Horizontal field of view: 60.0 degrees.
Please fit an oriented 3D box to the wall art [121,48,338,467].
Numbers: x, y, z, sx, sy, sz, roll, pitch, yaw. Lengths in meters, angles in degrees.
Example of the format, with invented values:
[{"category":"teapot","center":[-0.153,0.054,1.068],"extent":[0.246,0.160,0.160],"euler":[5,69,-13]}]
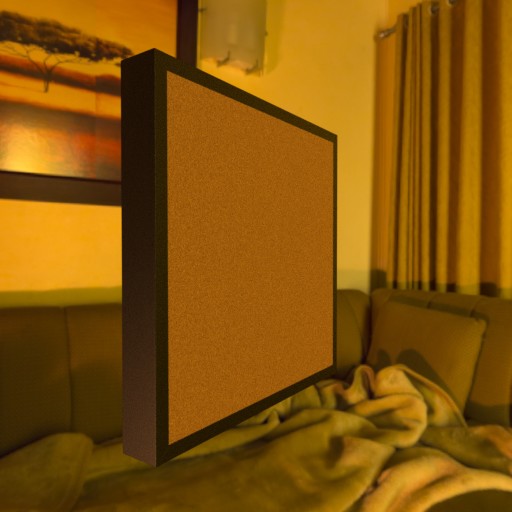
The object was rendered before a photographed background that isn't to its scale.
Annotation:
[{"category":"wall art","center":[0.000,0.000,0.455],"extent":[0.038,0.304,0.304],"euler":[1,1,36]}]
